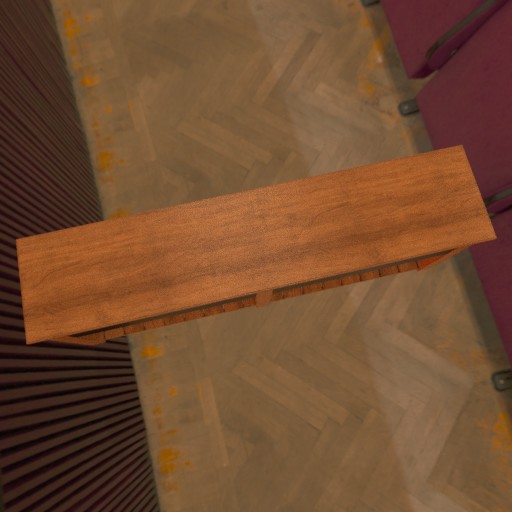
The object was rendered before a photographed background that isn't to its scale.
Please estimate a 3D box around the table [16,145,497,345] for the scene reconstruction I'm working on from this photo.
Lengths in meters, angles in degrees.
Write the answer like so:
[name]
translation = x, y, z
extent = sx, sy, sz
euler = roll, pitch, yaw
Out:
[table]
translation = 0.000, 0.000, 2.021
extent = 1.815, 0.635, 0.425
euler = -12, 77, -3
